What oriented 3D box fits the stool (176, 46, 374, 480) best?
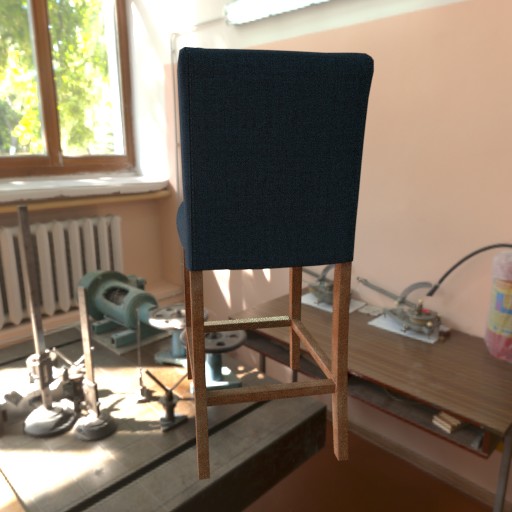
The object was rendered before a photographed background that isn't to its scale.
[{"bbox_3d":[0.000,0.000,1.318,0.454,1.039,0.567,-3,14,-10],"label":"stool"}]
